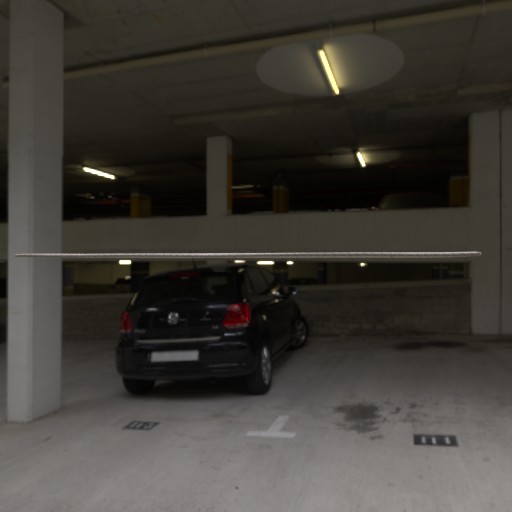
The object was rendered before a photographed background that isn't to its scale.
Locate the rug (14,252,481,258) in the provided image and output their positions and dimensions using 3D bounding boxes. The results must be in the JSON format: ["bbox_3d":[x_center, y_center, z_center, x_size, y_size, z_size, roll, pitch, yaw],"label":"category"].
[{"bbox_3d":[0.000,0.000,2.938,2.459,0.023,1.575,0,0,18],"label":"rug"}]
